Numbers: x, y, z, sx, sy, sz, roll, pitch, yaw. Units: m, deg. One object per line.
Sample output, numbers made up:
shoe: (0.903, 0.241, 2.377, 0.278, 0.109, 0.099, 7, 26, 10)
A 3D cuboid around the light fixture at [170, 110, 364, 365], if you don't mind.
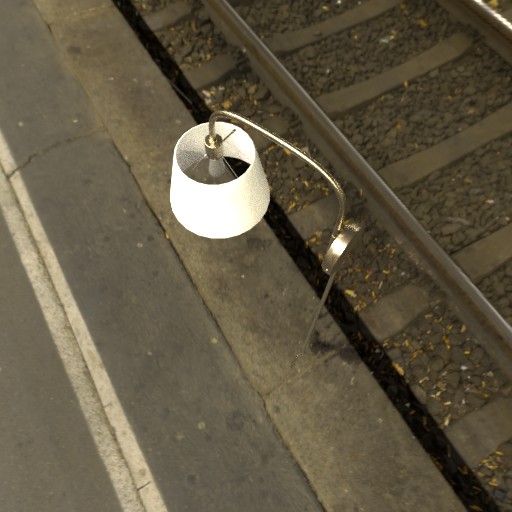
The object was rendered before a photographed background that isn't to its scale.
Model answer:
light fixture: (0.000, 0.000, 0.470, 0.176, 0.399, 0.092, 35, 69, 15)
